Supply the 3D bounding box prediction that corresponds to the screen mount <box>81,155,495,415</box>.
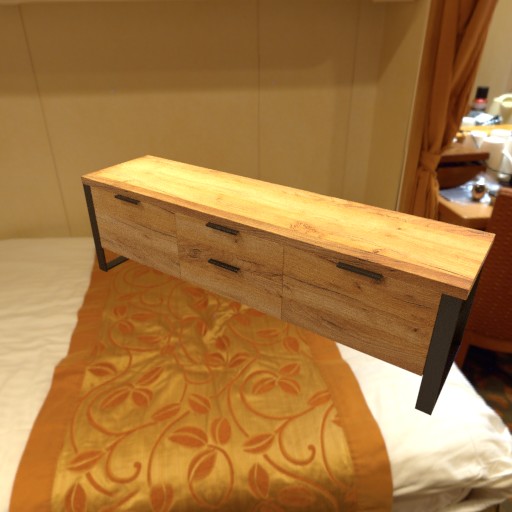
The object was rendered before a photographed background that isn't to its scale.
[{"bbox_3d":[0.000,0.000,1.713,1.524,0.450,0.395,18,34,30],"label":"screen mount"}]
